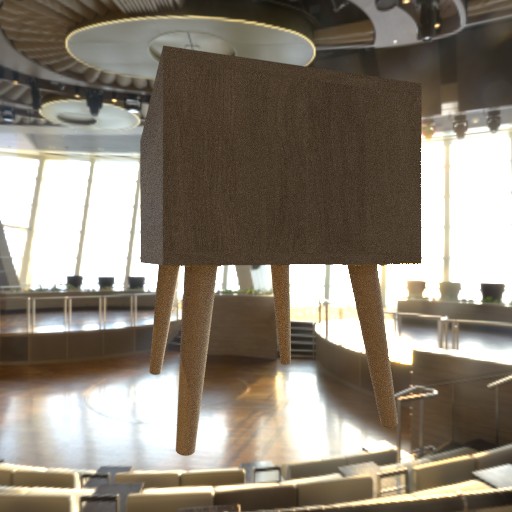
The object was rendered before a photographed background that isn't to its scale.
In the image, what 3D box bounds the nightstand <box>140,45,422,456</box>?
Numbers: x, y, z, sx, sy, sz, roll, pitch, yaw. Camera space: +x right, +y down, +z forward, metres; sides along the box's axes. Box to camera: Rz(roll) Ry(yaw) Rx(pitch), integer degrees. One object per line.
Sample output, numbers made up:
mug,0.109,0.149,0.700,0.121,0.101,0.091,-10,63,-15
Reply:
nightstand,0.000,0.000,0.802,0.380,0.500,0.450,0,0,-18
